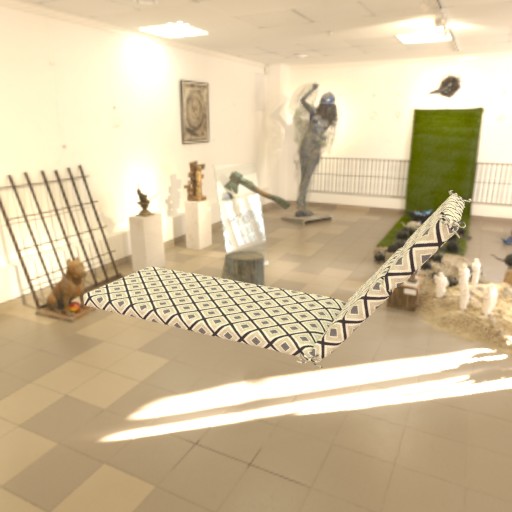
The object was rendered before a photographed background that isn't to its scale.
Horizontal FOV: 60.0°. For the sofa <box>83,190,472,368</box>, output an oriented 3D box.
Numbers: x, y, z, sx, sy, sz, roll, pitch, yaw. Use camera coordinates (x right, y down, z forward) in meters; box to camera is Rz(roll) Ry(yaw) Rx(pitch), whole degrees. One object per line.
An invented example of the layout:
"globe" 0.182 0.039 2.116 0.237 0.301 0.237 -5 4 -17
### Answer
"sofa" 0.000 0.000 1.978 1.663 0.622 0.582 8 19 25
